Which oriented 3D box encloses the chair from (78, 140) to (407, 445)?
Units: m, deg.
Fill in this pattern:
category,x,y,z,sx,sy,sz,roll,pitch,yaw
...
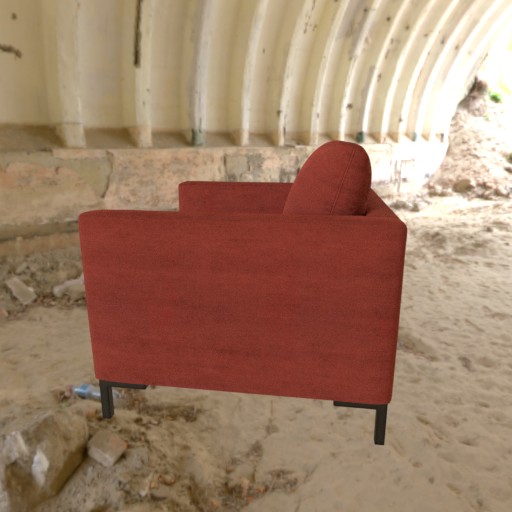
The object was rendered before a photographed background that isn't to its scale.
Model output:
category,x,y,z,sx,sy,sz,roll,pitch,yaw
chair,0.000,0.000,1.608,0.875,0.812,0.964,2,15,8
